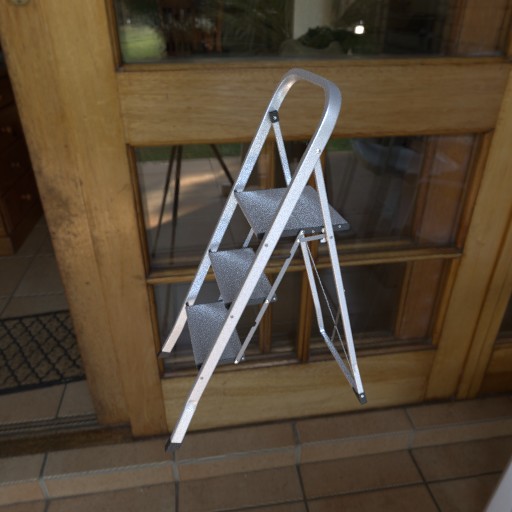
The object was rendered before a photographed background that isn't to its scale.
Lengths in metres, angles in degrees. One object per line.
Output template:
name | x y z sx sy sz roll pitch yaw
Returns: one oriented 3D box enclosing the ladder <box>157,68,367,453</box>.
ladder | 0.000 0.000 1.397 0.704 1.070 0.465 -7 30 -12
